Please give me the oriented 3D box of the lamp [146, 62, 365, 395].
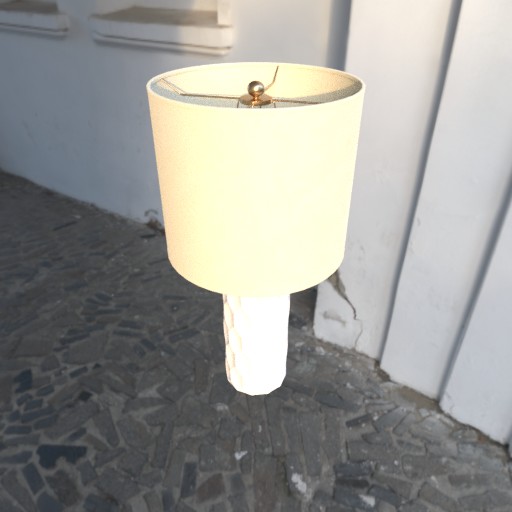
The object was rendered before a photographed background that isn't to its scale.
[{"bbox_3d":[0.000,0.000,0.716,0.277,0.537,0.277,-22,39,-30],"label":"lamp"}]
